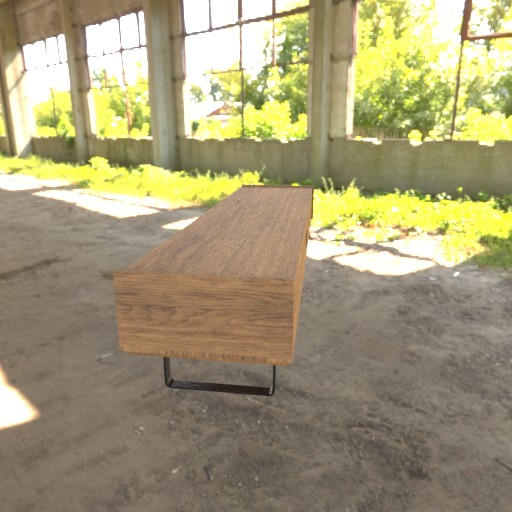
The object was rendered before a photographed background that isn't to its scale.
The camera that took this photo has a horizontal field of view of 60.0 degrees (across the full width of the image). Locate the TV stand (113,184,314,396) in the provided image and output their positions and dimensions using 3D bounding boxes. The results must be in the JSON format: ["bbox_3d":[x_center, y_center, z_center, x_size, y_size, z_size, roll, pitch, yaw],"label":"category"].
[{"bbox_3d":[0.000,0.000,1.993,0.467,0.415,1.796,2,16,8],"label":"TV stand"}]
